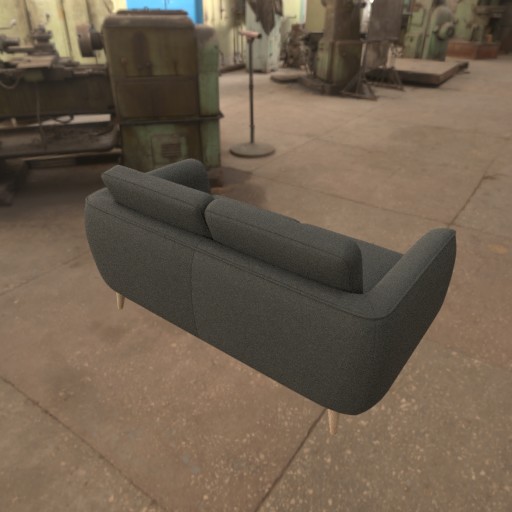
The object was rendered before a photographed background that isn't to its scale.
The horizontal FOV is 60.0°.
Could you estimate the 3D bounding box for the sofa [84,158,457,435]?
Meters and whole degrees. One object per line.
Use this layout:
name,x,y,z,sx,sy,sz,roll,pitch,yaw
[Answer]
sofa,0.000,0.000,2.239,1.700,0.850,0.920,21,37,31
